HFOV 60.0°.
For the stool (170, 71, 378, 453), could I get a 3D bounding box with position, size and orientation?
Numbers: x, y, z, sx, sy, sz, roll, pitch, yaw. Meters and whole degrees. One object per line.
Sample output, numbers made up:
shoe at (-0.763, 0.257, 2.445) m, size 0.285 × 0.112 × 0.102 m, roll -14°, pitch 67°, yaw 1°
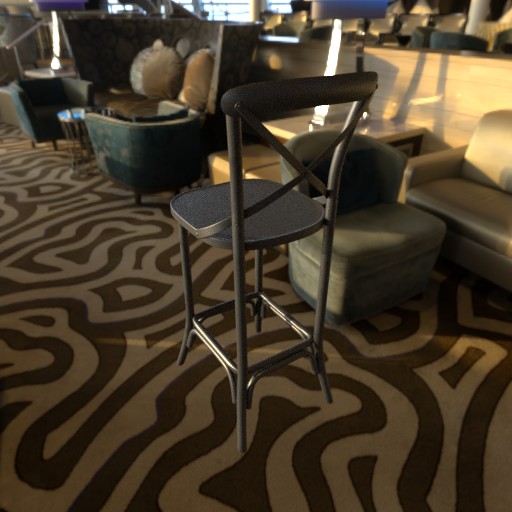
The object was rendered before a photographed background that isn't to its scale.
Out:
stool at (0.000, 0.000, 1.453) m, size 0.457 × 1.168 × 0.584 m, roll -18°, pitch 34°, yaw -28°
